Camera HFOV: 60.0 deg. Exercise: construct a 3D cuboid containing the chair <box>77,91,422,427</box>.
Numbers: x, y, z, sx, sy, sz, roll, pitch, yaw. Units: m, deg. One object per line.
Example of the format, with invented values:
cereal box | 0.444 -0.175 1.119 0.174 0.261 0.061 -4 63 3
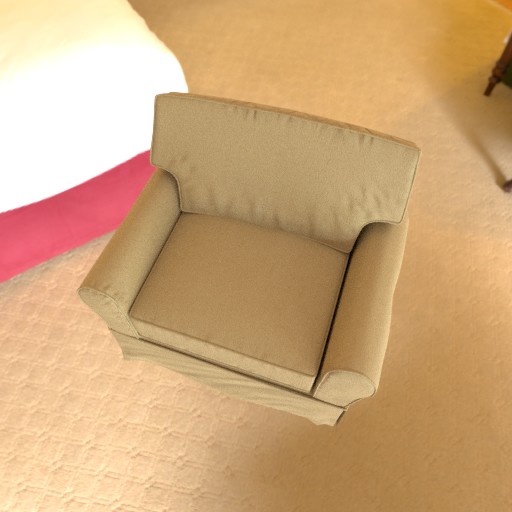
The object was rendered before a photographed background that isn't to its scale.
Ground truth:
chair | 0.000 0.000 1.769 1.096 0.937 0.903 16 59 10
